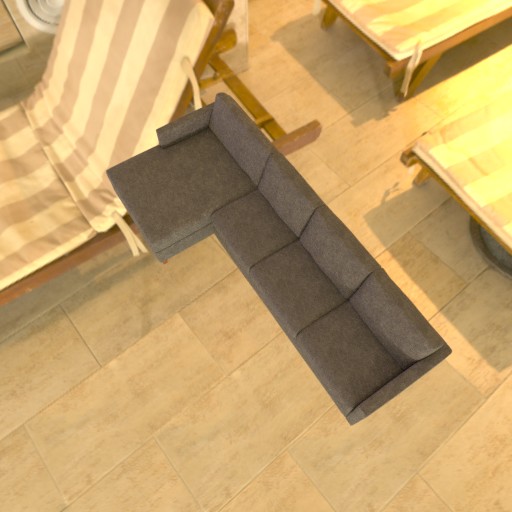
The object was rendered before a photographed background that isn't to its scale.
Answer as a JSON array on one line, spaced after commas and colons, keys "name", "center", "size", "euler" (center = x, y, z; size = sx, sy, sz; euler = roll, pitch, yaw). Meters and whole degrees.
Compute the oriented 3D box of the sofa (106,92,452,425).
[{"name": "sofa", "center": [0.000, 0.000, 4.285], "size": [1.606, 0.954, 3.471], "euler": [-31, 67, -15]}]
